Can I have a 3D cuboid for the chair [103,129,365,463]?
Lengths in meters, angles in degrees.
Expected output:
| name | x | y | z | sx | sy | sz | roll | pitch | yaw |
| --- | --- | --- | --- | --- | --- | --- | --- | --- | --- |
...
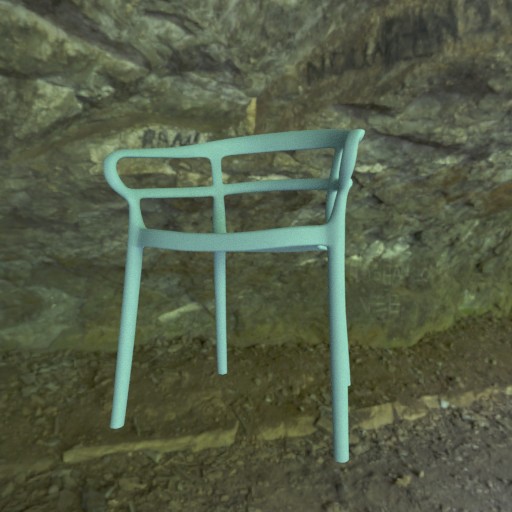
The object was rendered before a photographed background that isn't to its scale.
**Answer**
| name | x | y | z | sx | sy | sz | roll | pitch | yaw |
| --- | --- | --- | --- | --- | --- | --- | --- | --- | --- |
| chair | 0.000 | 0.000 | 1.125 | 0.559 | 0.761 | 0.527 | 0 | 0 | 19 |
